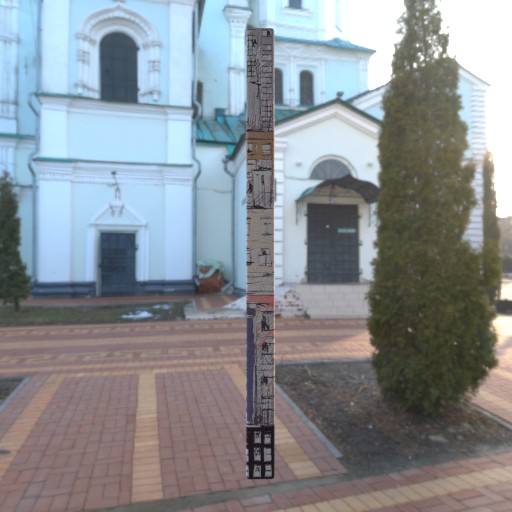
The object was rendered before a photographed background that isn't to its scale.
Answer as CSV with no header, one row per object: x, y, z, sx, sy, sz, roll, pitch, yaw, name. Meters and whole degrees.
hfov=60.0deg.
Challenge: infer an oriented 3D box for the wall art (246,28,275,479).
0.000,0.000,1.124,0.048,0.762,0.761,0,-1,-1,wall art
